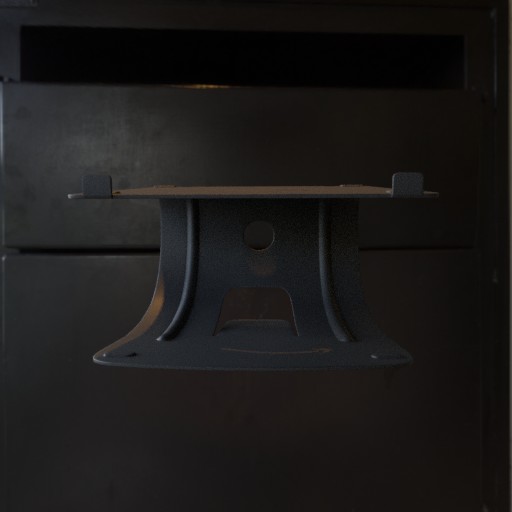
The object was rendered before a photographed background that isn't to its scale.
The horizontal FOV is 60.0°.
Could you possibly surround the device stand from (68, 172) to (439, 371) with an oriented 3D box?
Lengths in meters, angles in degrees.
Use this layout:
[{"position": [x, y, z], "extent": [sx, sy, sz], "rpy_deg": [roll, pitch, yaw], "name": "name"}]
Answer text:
[{"position": [0.000, 0.000, 0.412], "extent": [0.256, 0.155, 0.236], "rpy_deg": [0, 0, 2], "name": "device stand"}]
